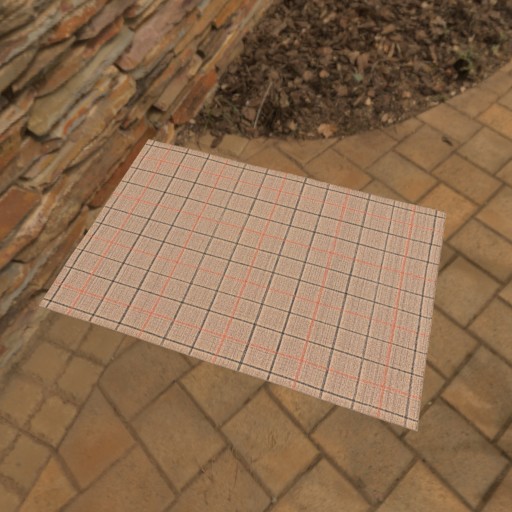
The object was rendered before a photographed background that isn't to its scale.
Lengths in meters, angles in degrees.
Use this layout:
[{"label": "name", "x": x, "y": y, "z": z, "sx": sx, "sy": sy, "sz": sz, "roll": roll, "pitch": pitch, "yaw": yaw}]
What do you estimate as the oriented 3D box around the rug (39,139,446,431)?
[{"label": "rug", "x": 0.000, "y": 0.000, "z": 2.316, "sx": 1.829, "sy": 0.013, "sz": 1.220, "roll": 16, "pitch": 59, "yaw": 10}]
